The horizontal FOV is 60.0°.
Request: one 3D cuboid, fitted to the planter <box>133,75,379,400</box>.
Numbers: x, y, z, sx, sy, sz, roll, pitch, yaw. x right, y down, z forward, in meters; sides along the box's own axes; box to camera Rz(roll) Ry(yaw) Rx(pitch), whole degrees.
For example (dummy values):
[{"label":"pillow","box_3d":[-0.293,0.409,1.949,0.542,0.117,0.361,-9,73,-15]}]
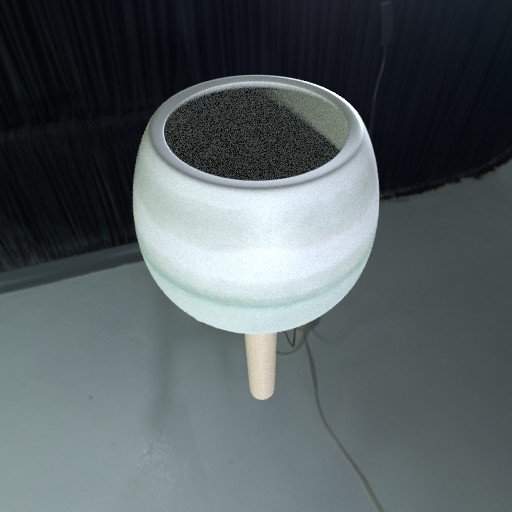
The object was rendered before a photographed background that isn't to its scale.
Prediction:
[{"label":"planter","box_3d":[0.000,0.000,0.336,0.161,0.224,0.161,0,47,0]}]
